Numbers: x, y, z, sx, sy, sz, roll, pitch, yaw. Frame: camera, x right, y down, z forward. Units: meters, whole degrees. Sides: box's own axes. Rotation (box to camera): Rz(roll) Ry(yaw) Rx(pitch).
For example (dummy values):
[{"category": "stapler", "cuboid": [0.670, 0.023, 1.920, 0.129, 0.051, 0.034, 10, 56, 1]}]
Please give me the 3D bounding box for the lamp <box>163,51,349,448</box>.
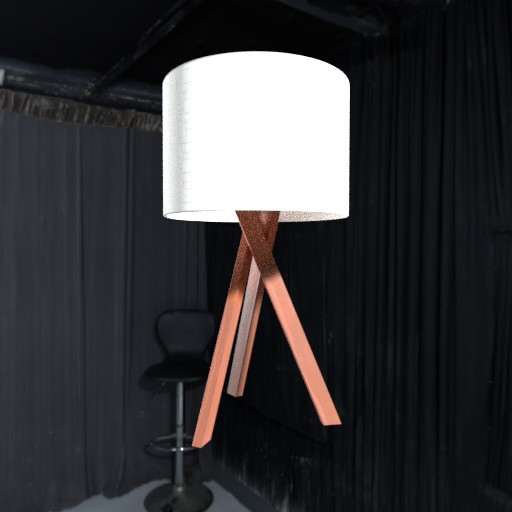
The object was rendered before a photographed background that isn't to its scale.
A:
[{"category": "lamp", "cuboid": [0.000, 0.000, 0.931, 0.380, 0.686, 0.380, -1, 2, -36]}]
